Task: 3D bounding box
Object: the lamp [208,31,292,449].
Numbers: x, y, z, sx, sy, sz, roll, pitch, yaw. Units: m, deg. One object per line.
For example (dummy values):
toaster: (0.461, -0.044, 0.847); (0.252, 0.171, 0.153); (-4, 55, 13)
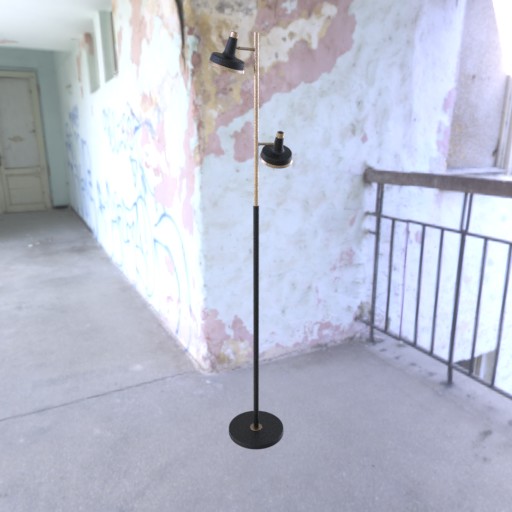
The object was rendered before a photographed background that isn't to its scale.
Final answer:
lamp: (0.000, 0.000, 1.823); (0.351, 1.674, 0.253); (-7, 17, -25)
